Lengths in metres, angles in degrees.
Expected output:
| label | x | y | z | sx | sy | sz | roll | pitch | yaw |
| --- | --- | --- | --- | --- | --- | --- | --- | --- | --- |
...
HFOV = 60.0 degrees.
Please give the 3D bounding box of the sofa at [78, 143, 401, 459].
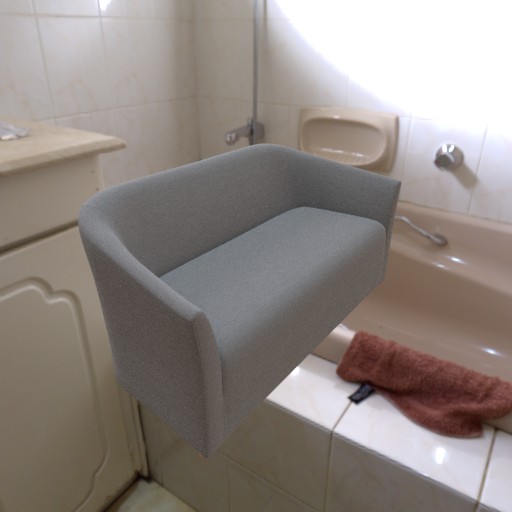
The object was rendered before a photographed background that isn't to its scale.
| label | x | y | z | sx | sy | sz | roll | pitch | yaw |
| --- | --- | --- | --- | --- | --- | --- | --- | --- | --- |
| sofa | 0.000 | 0.000 | 1.906 | 0.705 | 0.721 | 1.452 | 18 | 32 | 32 |
